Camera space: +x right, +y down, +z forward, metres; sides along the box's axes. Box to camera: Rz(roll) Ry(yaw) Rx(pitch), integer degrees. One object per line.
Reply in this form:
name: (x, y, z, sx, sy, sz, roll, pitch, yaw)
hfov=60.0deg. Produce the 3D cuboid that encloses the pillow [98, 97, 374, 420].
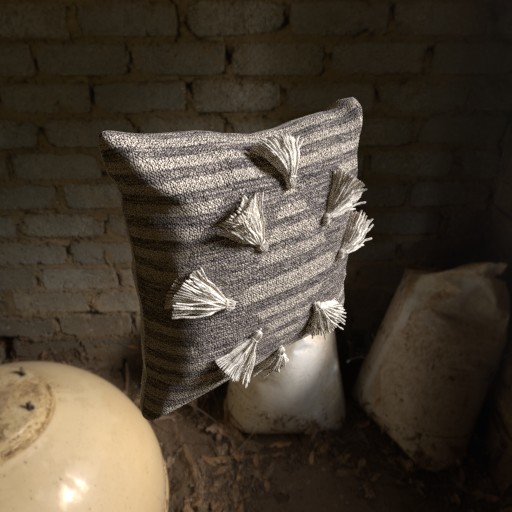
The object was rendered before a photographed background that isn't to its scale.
pillow: (0.000, 0.000, 0.776, 0.484, 0.490, 0.234, -21, 35, -34)
